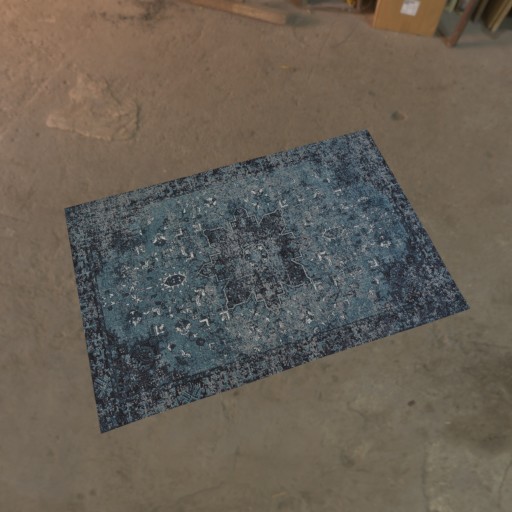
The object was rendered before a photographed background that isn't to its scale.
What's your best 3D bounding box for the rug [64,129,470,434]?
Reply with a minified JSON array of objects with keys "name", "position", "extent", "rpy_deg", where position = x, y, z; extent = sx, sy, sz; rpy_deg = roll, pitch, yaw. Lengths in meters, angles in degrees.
[{"name":"rug","position":[0.000,0.000,2.317],"extent":[1.828,0.005,1.219],"rpy_deg":[-16,65,-8]}]
